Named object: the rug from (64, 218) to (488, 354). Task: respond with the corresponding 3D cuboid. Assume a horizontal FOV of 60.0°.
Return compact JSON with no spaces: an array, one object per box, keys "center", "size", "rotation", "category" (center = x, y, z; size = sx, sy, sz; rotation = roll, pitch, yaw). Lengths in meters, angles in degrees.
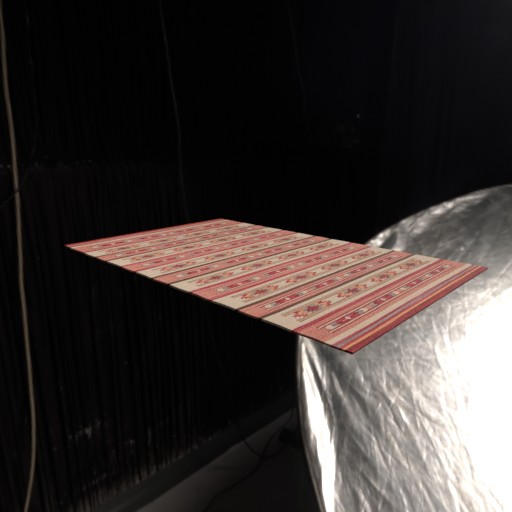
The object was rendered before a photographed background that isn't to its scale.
[{"center":[0.000,0.000,2.962],"size":[2.431,0.010,1.535],"rotation":[14,20,42],"category":"rug"}]
